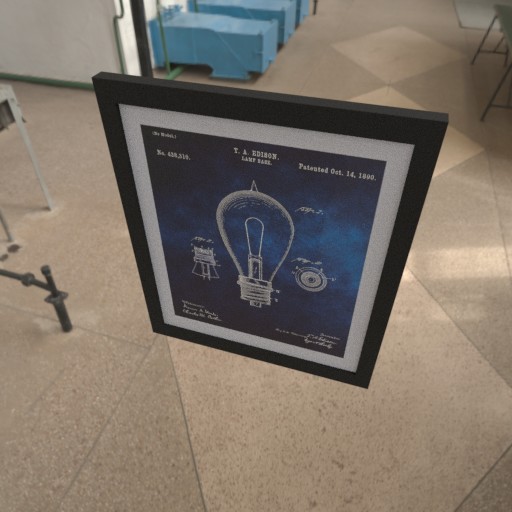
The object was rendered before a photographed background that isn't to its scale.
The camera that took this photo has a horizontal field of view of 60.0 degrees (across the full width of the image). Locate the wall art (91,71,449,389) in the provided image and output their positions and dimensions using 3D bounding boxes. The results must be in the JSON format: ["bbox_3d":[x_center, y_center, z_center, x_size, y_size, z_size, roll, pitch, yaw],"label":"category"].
[{"bbox_3d":[0.000,0.000,0.684,0.428,0.505,0.023,12,43,13],"label":"wall art"}]
